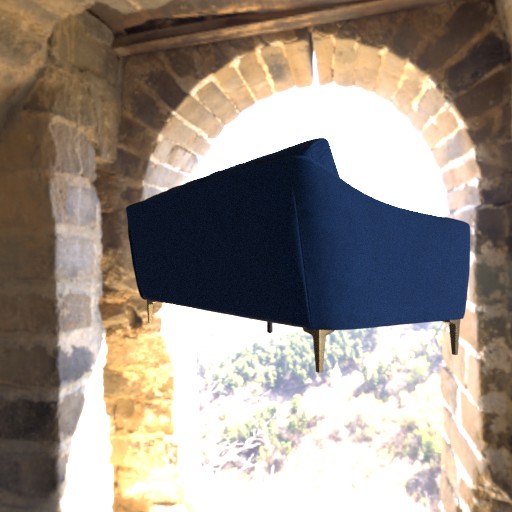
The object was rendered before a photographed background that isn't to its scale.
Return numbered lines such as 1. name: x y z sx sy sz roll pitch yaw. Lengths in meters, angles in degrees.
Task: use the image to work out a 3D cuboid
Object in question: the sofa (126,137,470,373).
1. sofa: 0.000 0.000 2.538 0.960 0.903 2.036 1 -1 -35
